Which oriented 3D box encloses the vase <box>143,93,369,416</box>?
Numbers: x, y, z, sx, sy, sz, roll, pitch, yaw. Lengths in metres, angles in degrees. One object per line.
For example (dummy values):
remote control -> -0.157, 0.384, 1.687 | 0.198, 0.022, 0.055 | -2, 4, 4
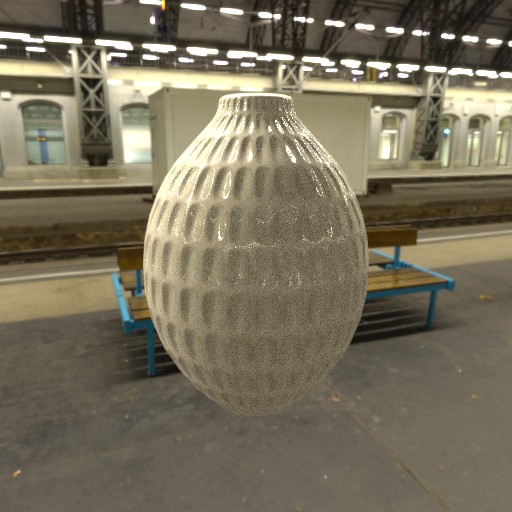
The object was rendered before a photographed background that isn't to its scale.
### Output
vase -> 0.000, 0.000, 0.327 | 0.162, 0.223, 0.162 | 0, 14, 0
